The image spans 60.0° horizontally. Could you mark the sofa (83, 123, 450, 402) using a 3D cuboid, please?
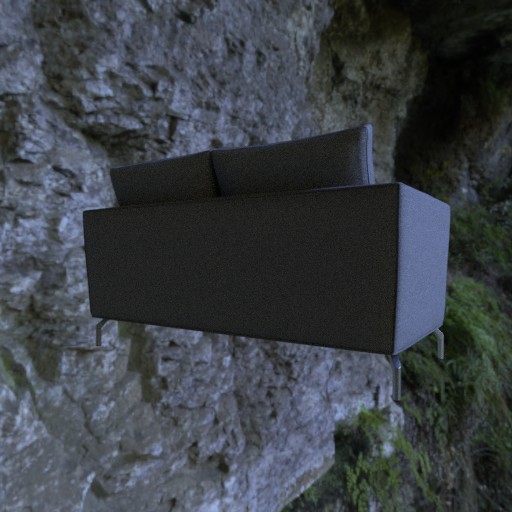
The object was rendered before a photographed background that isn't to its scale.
[{"bbox_3d":[0.000,0.000,2.113,1.594,0.924,0.803,0,0,34],"label":"sofa"}]
